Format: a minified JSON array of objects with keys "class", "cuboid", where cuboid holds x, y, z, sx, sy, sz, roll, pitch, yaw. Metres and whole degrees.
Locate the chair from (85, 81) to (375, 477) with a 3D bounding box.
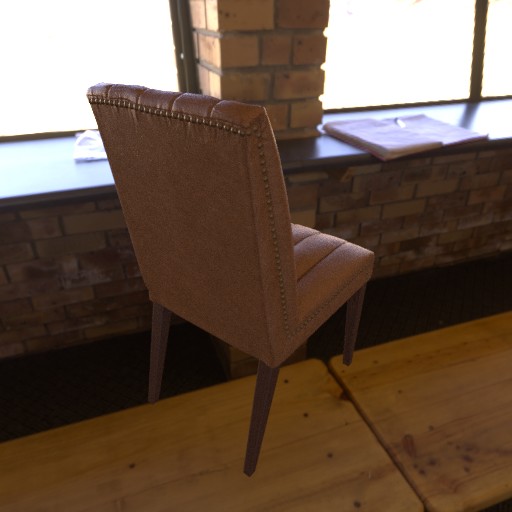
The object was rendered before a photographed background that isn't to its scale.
[{"class":"chair","cuboid":[0.000,0.000,1.323,0.511,1.016,0.647,22,36,33]}]
